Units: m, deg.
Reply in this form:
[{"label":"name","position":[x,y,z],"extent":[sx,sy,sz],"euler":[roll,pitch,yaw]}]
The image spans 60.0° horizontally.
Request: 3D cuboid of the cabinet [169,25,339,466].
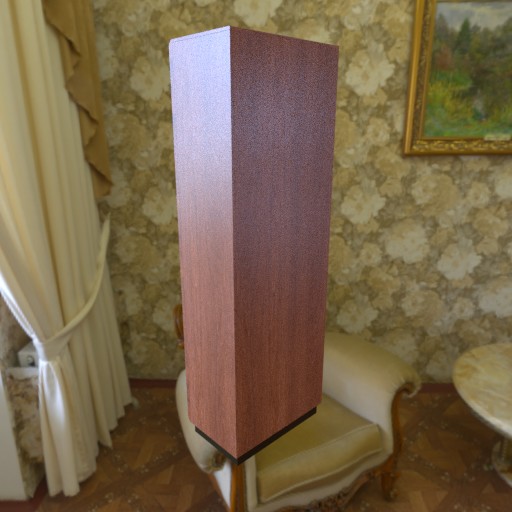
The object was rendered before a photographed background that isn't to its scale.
[{"label":"cabinet","position":[0.000,0.000,2.262],"extent":[0.660,1.980,0.420],"euler":[-15,23,-41]}]
